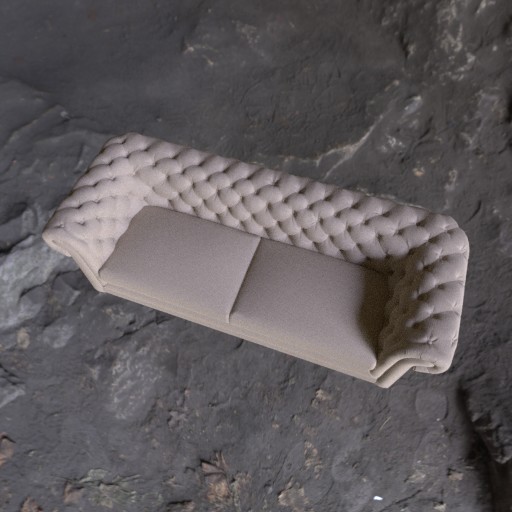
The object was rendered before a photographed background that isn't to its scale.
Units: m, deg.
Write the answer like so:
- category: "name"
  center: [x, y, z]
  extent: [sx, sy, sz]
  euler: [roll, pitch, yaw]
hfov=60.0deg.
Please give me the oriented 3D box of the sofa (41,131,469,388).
- category: "sofa"
  center: [0.000, 0.000, 3.171]
  extent: [2.694, 0.847, 1.076]
  euler: [17, 60, 10]
